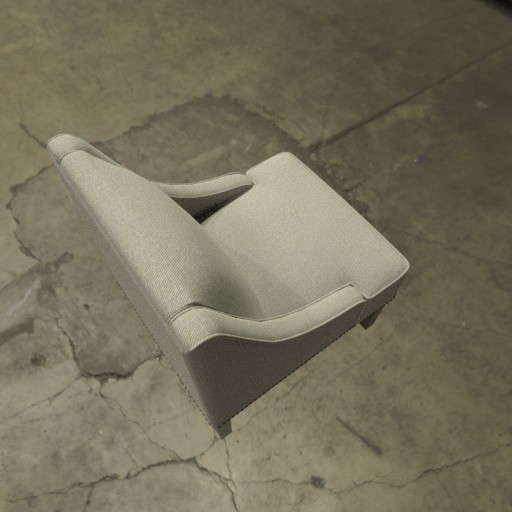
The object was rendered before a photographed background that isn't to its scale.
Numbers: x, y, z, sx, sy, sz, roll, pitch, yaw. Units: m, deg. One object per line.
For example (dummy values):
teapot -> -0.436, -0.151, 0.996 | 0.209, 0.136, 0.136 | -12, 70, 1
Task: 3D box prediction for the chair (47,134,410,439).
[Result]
chair -> 0.000, 0.000, 1.341 | 0.748, 0.872, 0.628 | -32, 63, -19
